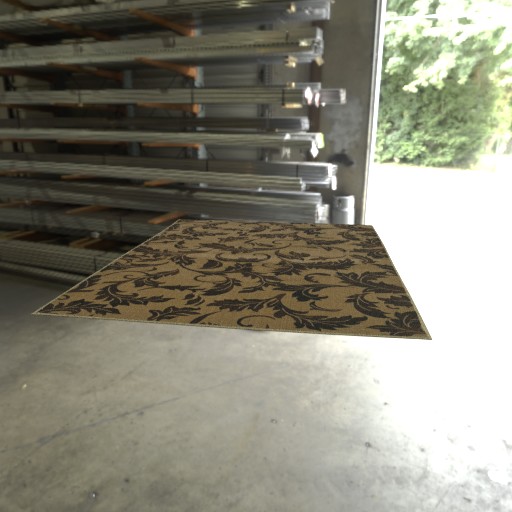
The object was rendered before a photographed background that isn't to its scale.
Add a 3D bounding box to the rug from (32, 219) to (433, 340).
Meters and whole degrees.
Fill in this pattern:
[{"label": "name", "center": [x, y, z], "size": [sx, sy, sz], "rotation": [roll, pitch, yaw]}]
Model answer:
[{"label": "rug", "center": [0.000, 0.000, 3.966], "size": [2.380, 0.008, 2.977], "rotation": [2, 16, 8]}]
